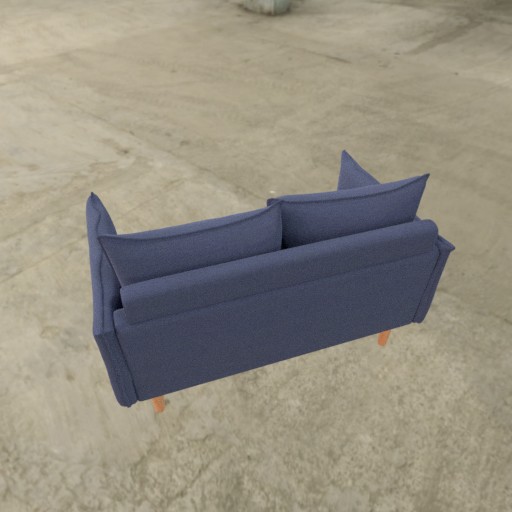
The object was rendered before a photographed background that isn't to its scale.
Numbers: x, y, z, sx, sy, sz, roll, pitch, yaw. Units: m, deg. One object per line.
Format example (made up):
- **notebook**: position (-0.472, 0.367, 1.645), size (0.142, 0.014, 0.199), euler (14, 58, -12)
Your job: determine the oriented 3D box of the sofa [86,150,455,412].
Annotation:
- **sofa**: position (0.000, 0.000, 1.873), size (1.300, 0.840, 0.820), euler (-12, 41, -15)
